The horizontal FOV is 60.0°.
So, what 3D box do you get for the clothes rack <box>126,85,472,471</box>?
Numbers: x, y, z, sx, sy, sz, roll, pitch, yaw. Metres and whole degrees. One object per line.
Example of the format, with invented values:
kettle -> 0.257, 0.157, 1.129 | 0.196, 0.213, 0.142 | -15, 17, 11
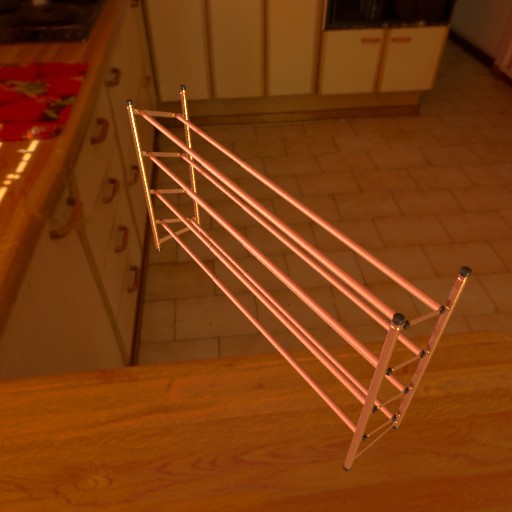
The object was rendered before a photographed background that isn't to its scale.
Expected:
clothes rack -> 0.000, 0.000, 1.411 | 0.229, 0.672, 1.168 | -27, 49, -26
